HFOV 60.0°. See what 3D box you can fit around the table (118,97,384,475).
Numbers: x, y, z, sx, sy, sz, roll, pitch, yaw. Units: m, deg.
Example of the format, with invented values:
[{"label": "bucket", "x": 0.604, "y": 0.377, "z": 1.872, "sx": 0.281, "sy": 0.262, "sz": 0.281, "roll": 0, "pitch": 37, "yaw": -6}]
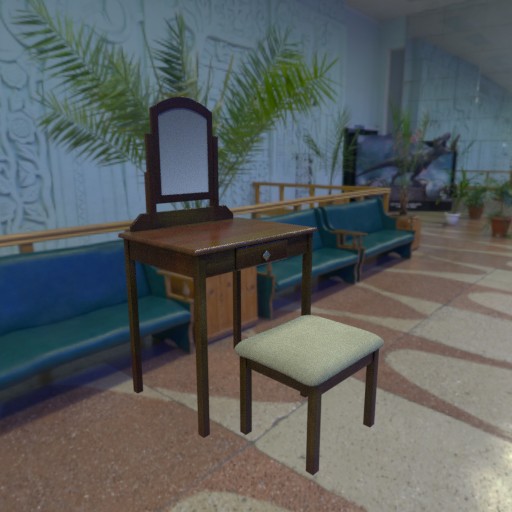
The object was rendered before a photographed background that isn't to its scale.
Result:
[{"label": "table", "x": 0.000, "y": 0.000, "z": 2.256, "sx": 1.211, "sy": 1.631, "sz": 0.876, "roll": 12, "pitch": 17, "yaw": 43}]
